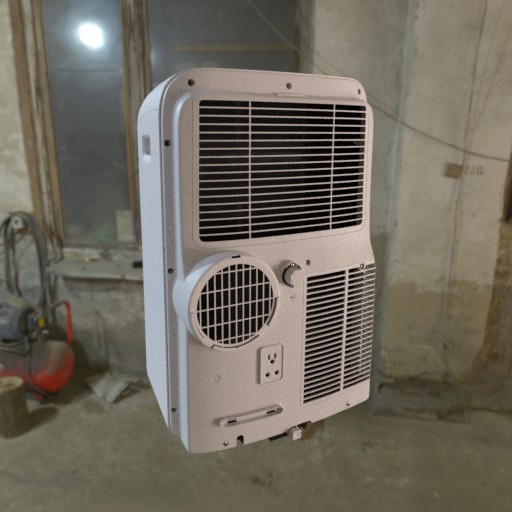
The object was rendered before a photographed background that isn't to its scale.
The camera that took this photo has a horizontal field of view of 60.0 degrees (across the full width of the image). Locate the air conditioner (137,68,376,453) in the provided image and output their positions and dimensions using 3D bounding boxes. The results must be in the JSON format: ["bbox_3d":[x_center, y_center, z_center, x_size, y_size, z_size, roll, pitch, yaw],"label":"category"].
[{"bbox_3d":[0.000,0.000,0.941,0.454,0.700,0.365,-8,17,-26],"label":"air conditioner"}]
